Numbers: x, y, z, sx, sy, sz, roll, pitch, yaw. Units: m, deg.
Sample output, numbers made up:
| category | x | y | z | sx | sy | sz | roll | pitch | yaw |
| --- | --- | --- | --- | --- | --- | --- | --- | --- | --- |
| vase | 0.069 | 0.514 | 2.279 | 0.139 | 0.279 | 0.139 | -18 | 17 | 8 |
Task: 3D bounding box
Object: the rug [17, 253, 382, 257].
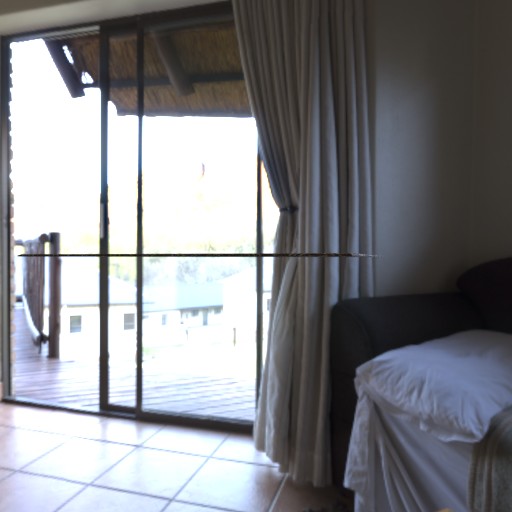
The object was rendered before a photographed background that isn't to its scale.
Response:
| category | x | y | z | sx | sy | sz | roll | pitch | yaw |
| --- | --- | --- | --- | --- | --- | --- | --- | --- | --- |
| rug | 0.000 | 0.000 | 2.990 | 1.541 | 0.012 | 2.457 | 0 | 0 | 18 |
